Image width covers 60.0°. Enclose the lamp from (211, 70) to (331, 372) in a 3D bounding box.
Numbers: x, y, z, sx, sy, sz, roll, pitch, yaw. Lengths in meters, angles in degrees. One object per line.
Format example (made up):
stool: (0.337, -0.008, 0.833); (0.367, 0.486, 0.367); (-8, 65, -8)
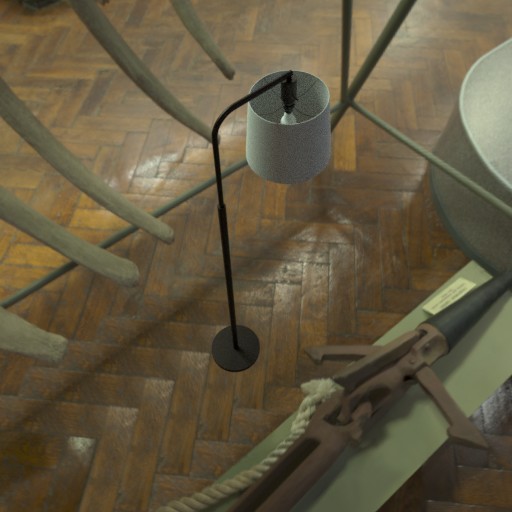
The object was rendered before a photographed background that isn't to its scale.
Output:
lamp: (0.000, 0.000, 1.689); (0.508, 1.478, 0.254); (-34, 63, -20)
